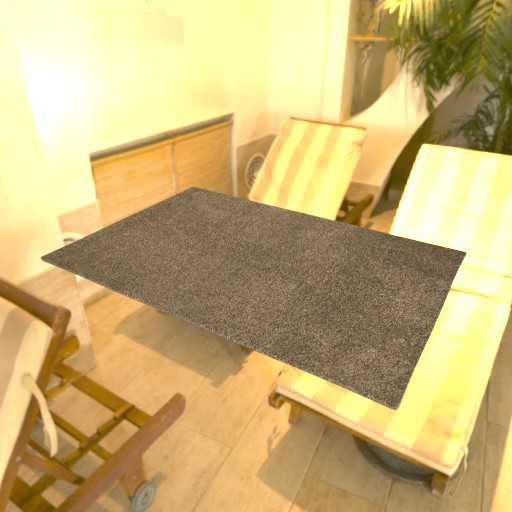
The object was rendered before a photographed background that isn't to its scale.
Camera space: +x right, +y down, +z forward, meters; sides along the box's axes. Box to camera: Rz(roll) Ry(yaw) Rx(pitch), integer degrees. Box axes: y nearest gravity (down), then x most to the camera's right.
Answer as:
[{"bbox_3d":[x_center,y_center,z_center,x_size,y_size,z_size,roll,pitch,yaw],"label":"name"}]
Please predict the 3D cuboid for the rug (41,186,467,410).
[{"bbox_3d":[0.000,0.000,3.367,2.699,0.026,1.802,17,33,28],"label":"rug"}]
